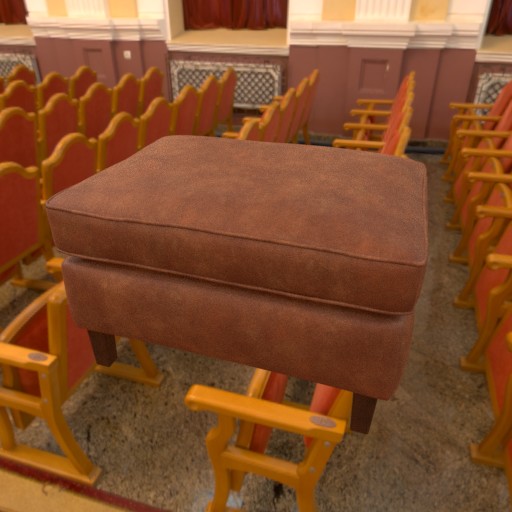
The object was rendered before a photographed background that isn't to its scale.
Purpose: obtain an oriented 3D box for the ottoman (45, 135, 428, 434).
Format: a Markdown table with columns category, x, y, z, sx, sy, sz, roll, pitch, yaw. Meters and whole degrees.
| category | x | y | z | sx | sy | sz | roll | pitch | yaw |
| --- | --- | --- | --- | --- | --- | --- | --- | --- | --- |
| ottoman | 0.000 | 0.000 | 0.967 | 0.665 | 0.418 | 0.501 | 9 | 32 | 16 |
